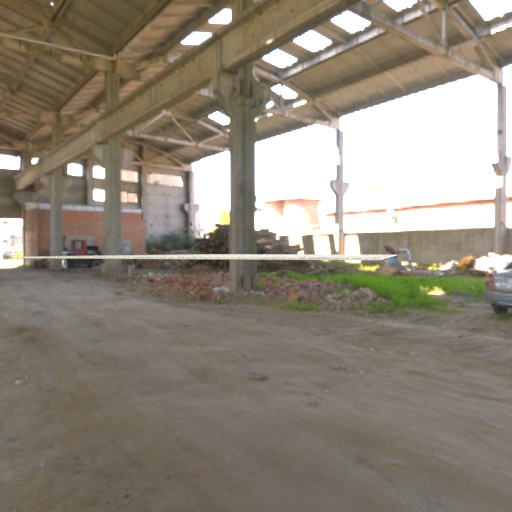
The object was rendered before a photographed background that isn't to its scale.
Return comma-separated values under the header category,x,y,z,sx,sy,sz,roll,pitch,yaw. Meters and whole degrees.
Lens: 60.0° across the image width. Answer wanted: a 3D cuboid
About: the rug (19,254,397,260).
category,x,y,z,sx,sy,sz,roll,pitch,yaw
rug,0.000,0.000,4.017,2.363,0.012,2.980,0,1,19
